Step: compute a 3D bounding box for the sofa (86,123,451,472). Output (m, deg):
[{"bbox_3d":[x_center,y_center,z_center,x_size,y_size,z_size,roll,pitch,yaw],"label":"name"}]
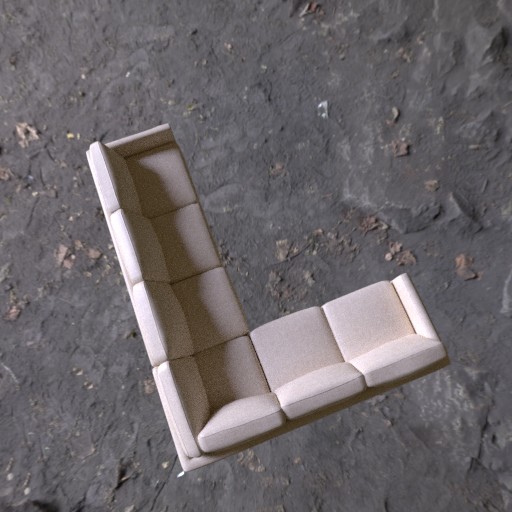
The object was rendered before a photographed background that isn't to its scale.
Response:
[{"bbox_3d":[0.000,0.000,4.513,2.593,0.947,3.302,-20,76,-5],"label":"sofa"}]
